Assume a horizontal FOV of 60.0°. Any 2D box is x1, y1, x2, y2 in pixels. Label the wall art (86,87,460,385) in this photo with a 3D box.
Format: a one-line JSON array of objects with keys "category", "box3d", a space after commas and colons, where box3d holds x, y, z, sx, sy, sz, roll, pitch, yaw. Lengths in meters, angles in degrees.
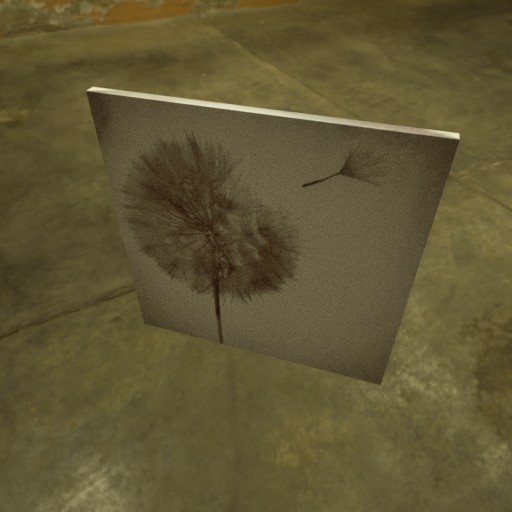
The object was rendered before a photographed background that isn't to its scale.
[{"category": "wall art", "box3d": [0.000, 0.000, 1.126, 0.762, 0.762, 0.027, 12, 42, 13]}]
